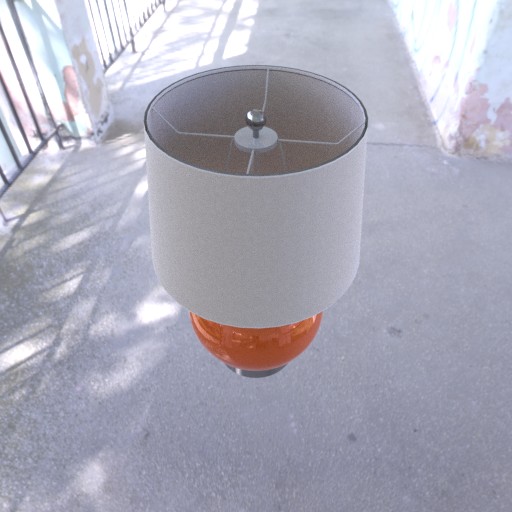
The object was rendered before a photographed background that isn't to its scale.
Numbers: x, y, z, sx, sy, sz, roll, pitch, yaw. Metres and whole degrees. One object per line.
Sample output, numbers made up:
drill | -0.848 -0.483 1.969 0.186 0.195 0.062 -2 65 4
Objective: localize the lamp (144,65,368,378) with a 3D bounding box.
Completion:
lamp | 0.000 0.000 0.549 0.247 0.387 0.247 0 46 0
